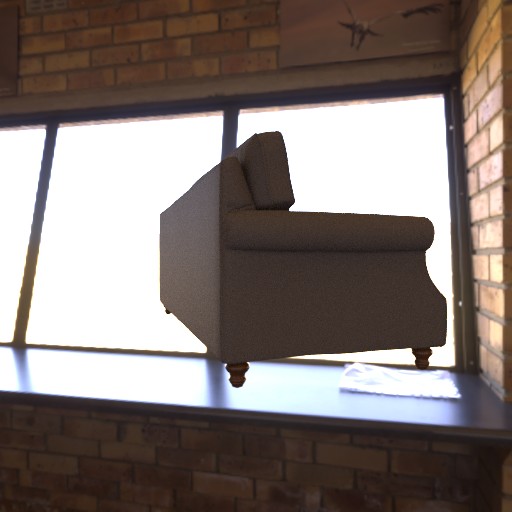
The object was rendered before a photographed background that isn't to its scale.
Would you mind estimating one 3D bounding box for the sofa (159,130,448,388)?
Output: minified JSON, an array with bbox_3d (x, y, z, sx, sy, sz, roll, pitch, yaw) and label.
[{"bbox_3d":[0.000,0.000,2.705,0.966,0.948,2.353,0,0,-18],"label":"sofa"}]
